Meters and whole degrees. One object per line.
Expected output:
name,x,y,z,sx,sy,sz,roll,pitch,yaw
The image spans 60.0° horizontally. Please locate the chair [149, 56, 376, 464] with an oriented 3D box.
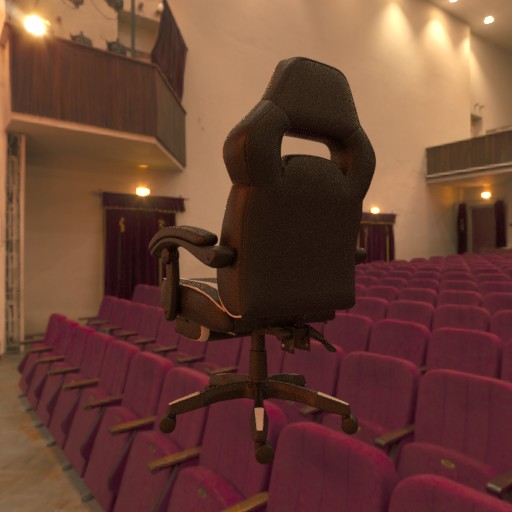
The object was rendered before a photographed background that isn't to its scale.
chair,0.000,0.000,1.617,0.676,1.200,0.700,0,0,-36
